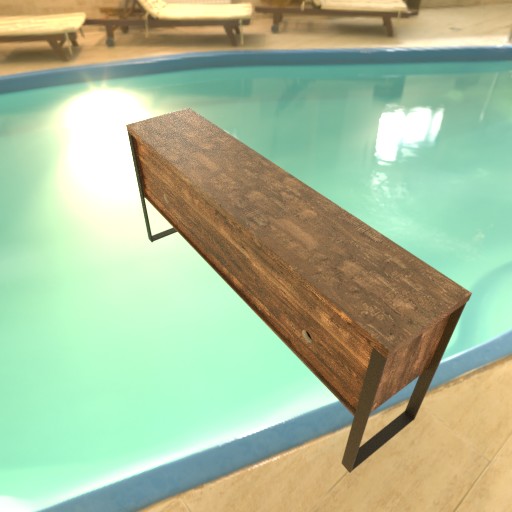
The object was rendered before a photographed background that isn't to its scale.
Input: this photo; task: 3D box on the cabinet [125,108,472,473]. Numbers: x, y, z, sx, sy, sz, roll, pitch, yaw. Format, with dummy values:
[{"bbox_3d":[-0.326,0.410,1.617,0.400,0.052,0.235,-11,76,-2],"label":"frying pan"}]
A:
[{"bbox_3d":[0.000,0.000,2.104,0.395,0.762,1.800,-25,46,-26],"label":"cabinet"}]
